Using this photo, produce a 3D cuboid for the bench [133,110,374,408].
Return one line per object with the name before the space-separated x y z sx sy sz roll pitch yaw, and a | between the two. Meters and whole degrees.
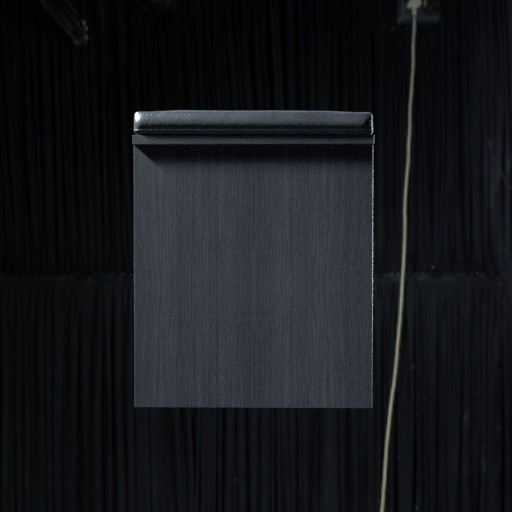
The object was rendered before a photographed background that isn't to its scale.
bench | 0.000 0.000 1.188 0.401 0.501 0.905 0 1 1
